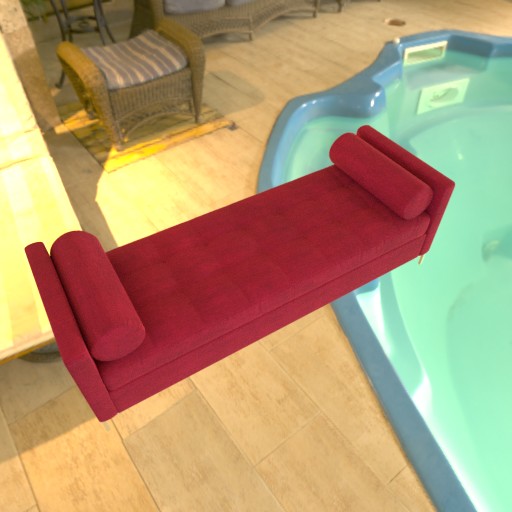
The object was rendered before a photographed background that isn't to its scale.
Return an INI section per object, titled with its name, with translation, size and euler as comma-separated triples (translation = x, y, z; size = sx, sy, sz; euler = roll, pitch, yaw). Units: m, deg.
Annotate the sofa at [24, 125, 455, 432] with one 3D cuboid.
[sofa]
translation = 0.000, 0.000, 2.309
size = 1.981, 0.635, 0.686
euler = -24, 51, -21
